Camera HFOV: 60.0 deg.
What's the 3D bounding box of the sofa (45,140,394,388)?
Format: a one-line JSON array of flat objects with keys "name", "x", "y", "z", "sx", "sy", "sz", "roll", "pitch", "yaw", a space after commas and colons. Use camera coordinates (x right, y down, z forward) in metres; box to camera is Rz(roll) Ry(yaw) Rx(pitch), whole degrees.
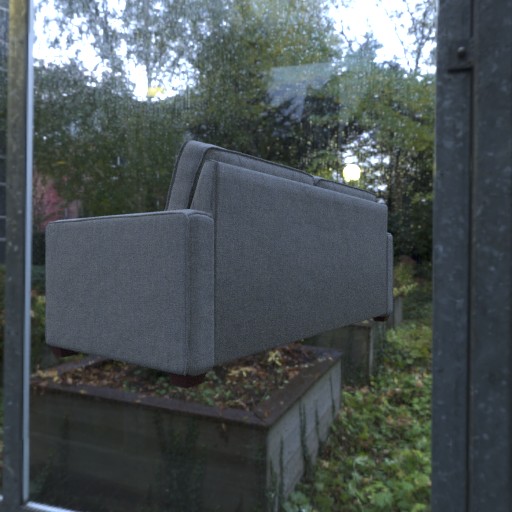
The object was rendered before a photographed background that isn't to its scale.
[{"name": "sofa", "x": 0.000, "y": 0.000, "z": 2.591, "sx": 0.945, "sy": 0.918, "sz": 2.078, "roll": 0, "pitch": 0, "yaw": 36}]
